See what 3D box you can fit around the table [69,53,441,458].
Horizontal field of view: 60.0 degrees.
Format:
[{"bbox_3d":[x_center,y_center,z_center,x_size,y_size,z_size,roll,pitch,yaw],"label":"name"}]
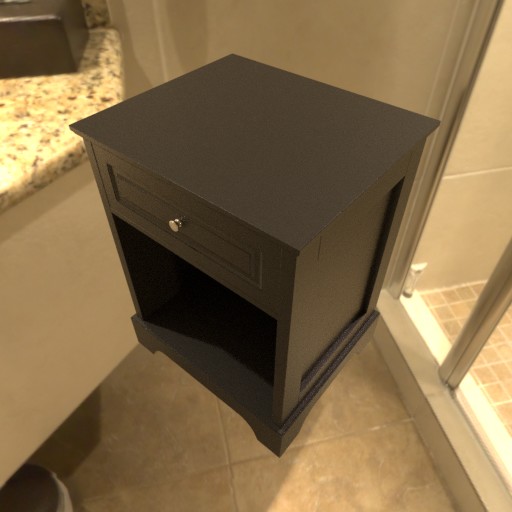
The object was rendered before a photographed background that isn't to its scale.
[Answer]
[{"bbox_3d":[0.000,0.000,0.936,0.460,0.610,0.399,30,52,27],"label":"table"}]
